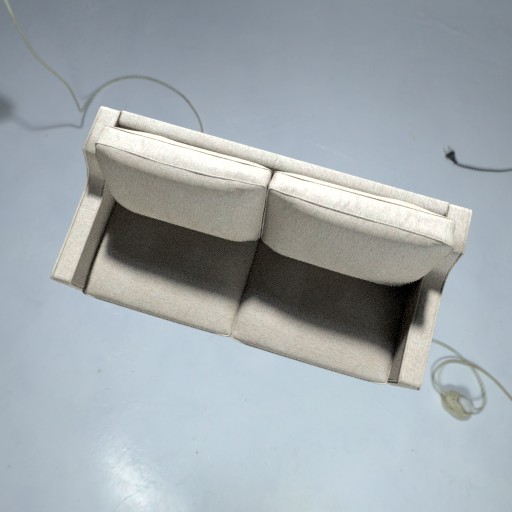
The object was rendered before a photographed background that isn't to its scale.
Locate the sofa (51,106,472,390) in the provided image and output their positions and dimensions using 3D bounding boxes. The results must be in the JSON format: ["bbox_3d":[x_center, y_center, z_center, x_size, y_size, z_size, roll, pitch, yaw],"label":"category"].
[{"bbox_3d":[0.000,0.000,2.739,2.181,1.074,1.073,16,79,3],"label":"sofa"}]
